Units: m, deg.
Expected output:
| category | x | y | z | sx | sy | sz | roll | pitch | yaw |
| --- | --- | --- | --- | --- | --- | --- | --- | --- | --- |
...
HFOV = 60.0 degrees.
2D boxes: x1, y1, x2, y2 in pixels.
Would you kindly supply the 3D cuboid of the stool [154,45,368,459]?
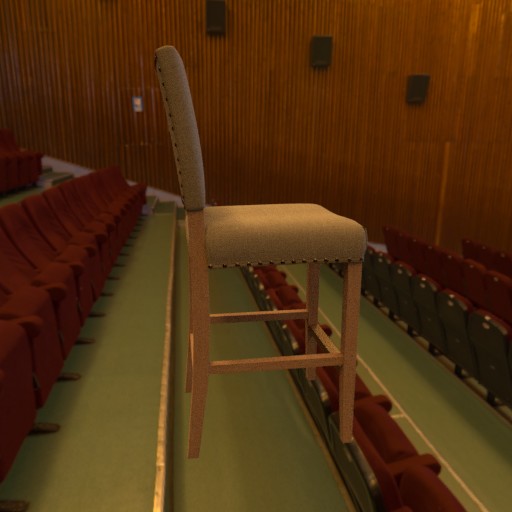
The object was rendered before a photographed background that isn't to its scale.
| category | x | y | z | sx | sy | sz | roll | pitch | yaw |
| --- | --- | --- | --- | --- | --- | --- | --- | --- | --- |
| stool | 0.000 | 0.000 | 1.454 | 0.585 | 1.173 | 0.445 | -3 | 15 | -10 |
